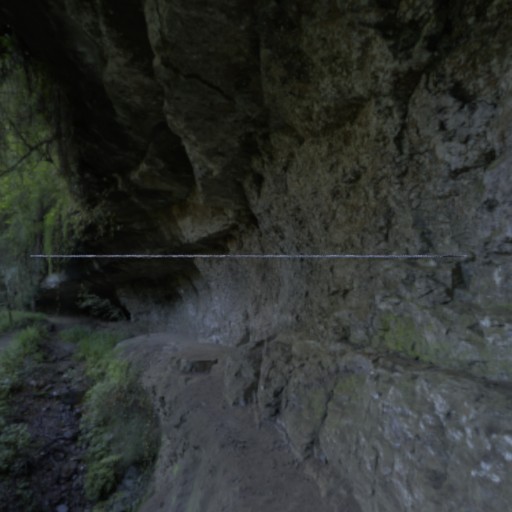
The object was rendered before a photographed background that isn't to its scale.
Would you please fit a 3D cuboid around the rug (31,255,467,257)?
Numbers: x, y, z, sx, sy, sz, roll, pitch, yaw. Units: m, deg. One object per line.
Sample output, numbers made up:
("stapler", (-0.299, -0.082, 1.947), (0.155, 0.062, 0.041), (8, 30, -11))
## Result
("rug", (0.000, 0.000, 2.539), (2.029, 0.010, 1.237), (0, 0, 17))
